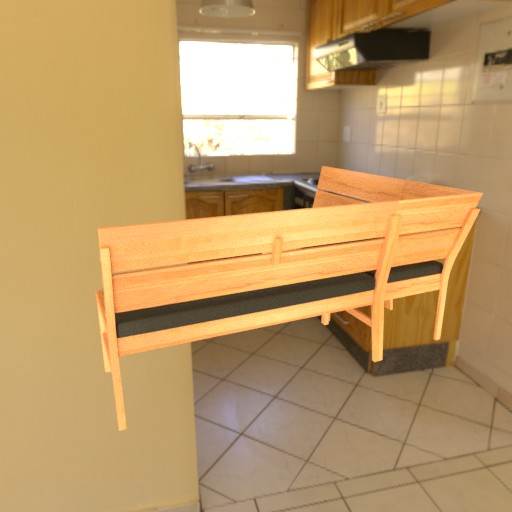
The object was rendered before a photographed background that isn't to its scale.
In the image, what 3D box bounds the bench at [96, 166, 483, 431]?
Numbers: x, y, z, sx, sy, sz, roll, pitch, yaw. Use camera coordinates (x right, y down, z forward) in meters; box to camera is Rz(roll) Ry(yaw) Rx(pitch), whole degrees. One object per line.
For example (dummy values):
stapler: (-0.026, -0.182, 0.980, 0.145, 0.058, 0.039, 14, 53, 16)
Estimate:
bench: (0.000, 0.000, 2.773, 1.948, 0.890, 1.548, -8, 19, -23)
